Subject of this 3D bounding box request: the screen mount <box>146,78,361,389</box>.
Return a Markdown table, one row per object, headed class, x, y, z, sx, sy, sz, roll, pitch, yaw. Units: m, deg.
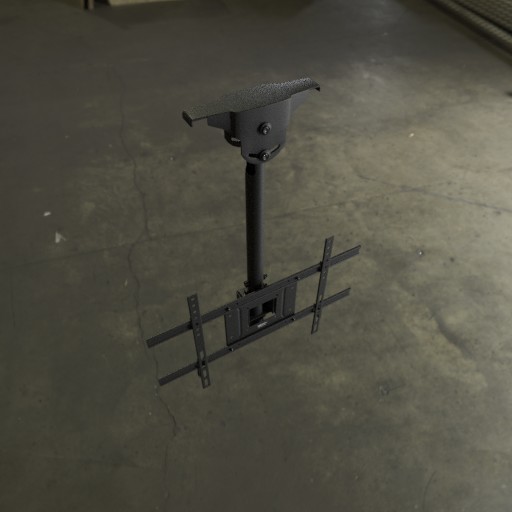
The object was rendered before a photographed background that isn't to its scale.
| class | x | y | z | sx | sy | sz | roll | pitch | yaw |
| --- | --- | --- | --- | --- | --- | --- | --- | --- | --- |
| screen mount | 0.000 | 0.000 | 1.036 | 0.595 | 0.775 | 0.090 | -22 | 50 | -20 |
